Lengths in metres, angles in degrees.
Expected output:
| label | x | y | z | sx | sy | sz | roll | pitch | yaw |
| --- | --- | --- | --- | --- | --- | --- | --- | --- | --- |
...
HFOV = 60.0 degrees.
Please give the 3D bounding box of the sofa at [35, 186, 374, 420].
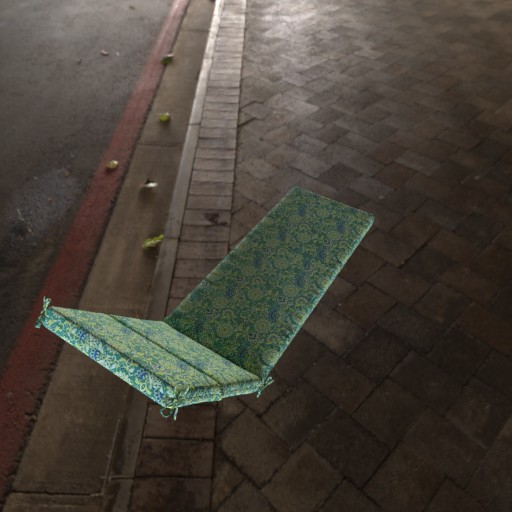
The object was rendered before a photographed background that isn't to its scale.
| label | x | y | z | sx | sy | sz | roll | pitch | yaw |
| --- | --- | --- | --- | --- | --- | --- | --- | --- | --- |
| sofa | 0.000 | 0.000 | 1.904 | 0.582 | 0.622 | 1.663 | 25 | 50 | 22 |
